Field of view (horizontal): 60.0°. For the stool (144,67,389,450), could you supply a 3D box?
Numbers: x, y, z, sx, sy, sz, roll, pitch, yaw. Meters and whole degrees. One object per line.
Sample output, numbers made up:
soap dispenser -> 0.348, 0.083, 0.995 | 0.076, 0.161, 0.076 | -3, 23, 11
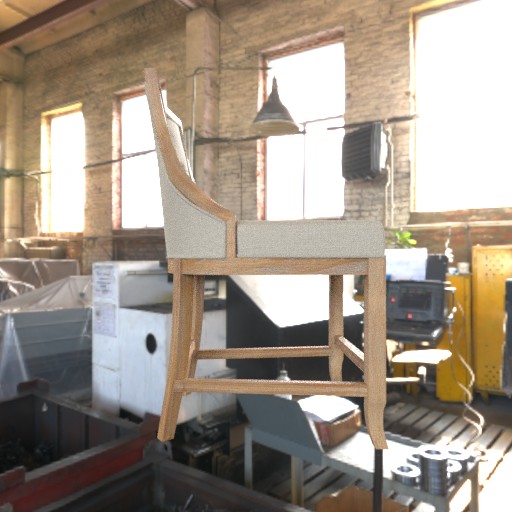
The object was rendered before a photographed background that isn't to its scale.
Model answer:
stool -> 0.000, 0.000, 1.319 | 0.626, 0.938, 0.524 | 0, 0, -1
